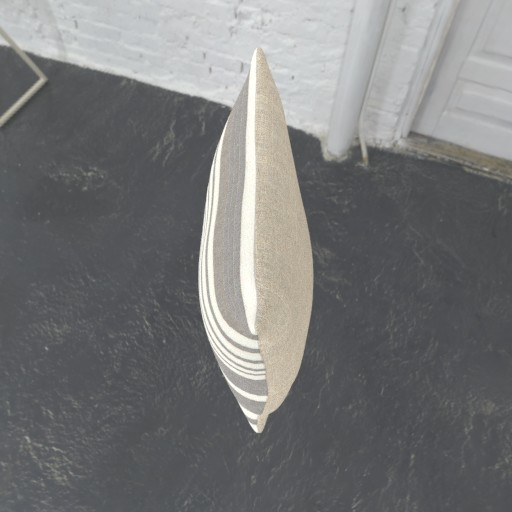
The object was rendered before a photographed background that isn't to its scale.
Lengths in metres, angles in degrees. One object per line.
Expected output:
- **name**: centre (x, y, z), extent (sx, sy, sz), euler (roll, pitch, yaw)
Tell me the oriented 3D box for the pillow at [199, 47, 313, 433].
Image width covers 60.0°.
- **pillow**: centre (0.000, 0.000, 0.691), extent (0.182, 0.440, 0.439), euler (1, 57, 0)
